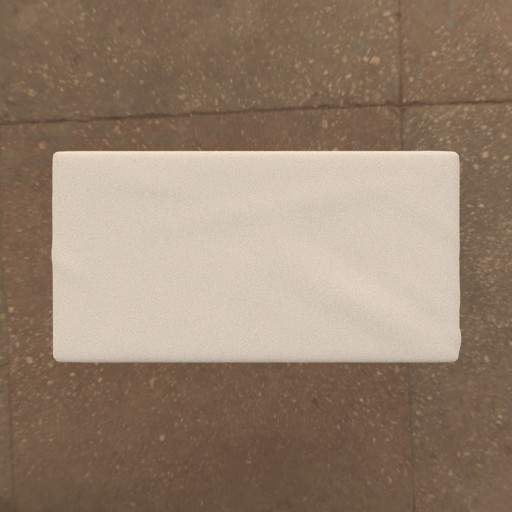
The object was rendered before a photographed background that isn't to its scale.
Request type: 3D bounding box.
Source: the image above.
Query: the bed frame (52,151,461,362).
[{"bbox_3d":[0.000,0.000,2.309,1.903,0.619,0.989,0,90,0],"label":"bed frame"}]
